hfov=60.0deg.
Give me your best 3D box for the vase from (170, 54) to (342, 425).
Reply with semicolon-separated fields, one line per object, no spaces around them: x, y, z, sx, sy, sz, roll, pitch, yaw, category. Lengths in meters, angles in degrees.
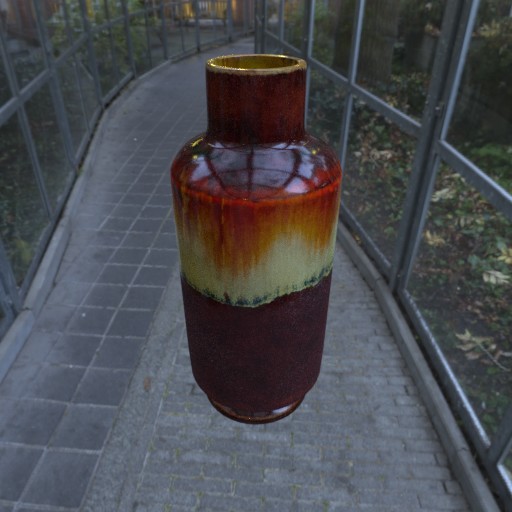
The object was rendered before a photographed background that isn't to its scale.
0.000;0.000;0.321;0.111;0.261;0.111;0;32;0;vase
